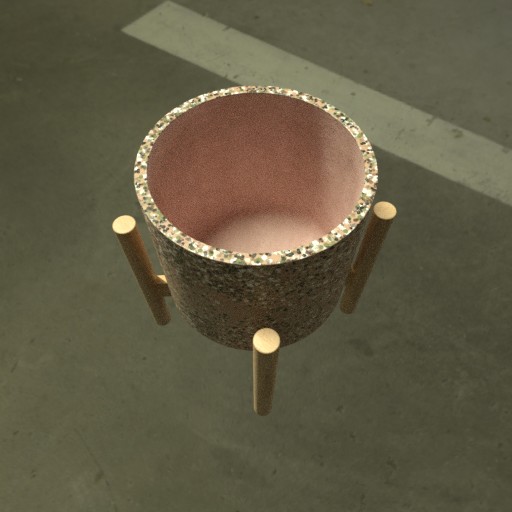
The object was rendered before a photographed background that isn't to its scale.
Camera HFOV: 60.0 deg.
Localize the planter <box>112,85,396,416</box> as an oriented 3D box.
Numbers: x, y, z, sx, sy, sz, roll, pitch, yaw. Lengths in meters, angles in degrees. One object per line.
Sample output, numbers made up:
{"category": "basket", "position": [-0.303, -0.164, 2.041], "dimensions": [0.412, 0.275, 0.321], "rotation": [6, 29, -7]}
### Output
{"category": "planter", "position": [0.000, 0.000, 0.542], "dimensions": [0.284, 0.320, 0.284], "rotation": [16, 59, 10]}
